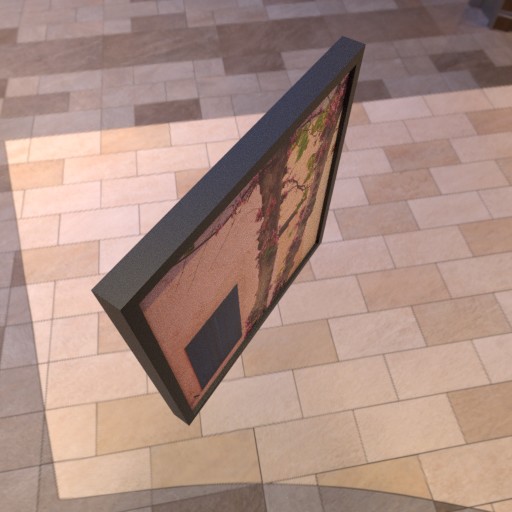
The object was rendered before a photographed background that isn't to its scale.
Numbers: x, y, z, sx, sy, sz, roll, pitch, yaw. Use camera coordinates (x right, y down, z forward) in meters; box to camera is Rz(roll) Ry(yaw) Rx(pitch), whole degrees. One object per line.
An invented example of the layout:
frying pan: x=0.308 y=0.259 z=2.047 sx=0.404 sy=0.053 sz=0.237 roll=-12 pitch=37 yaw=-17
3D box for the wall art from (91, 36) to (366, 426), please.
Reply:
wall art: x=0.000 y=0.000 z=0.745 sx=0.038 sy=0.508 sz=0.508 roll=30 pitch=62 yaw=17
